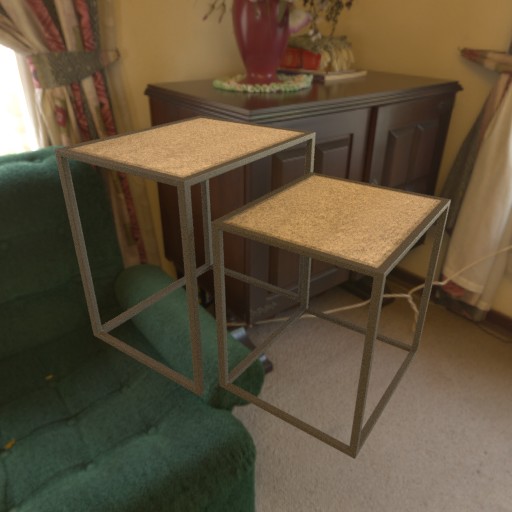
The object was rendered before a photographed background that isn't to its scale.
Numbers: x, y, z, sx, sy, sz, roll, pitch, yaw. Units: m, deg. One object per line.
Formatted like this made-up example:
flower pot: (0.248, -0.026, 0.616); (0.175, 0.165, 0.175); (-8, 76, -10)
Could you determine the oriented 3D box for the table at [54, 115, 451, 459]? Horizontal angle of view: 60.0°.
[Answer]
table: (0.000, 0.000, 1.137); (0.788, 0.540, 0.508); (18, 33, 31)
